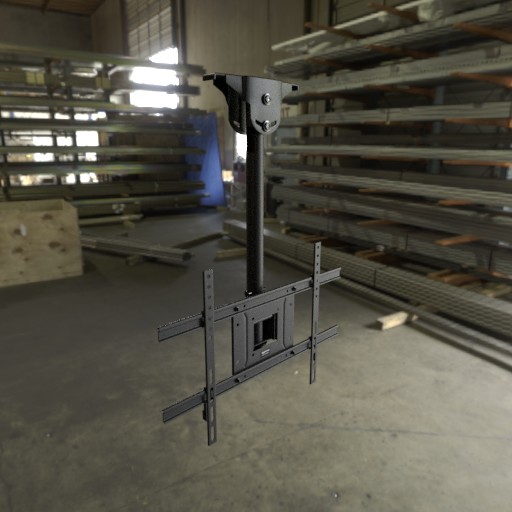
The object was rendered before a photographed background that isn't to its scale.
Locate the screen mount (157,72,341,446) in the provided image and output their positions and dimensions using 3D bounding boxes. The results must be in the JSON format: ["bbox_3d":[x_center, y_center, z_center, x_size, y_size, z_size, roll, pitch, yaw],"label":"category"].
[{"bbox_3d":[0.000,0.000,1.039,0.090,0.775,0.595,14,20,43],"label":"screen mount"}]
